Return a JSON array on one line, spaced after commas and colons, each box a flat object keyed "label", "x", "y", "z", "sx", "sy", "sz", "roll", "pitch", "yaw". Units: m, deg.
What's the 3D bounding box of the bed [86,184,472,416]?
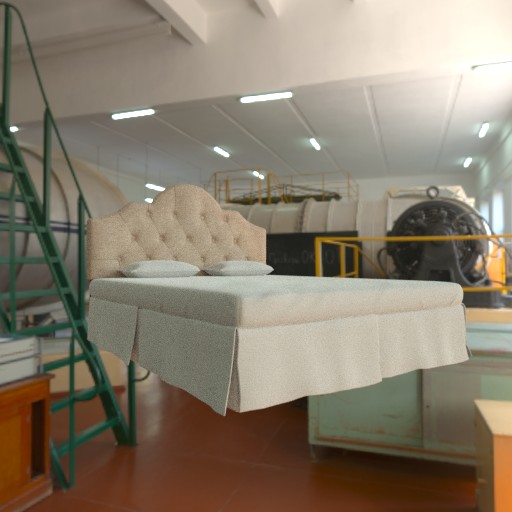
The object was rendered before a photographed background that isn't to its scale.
[{"label": "bed", "x": 0.000, "y": 0.000, "z": 2.832, "sx": 1.667, "sy": 1.194, "sz": 1.970, "roll": 1, "pitch": -1, "yaw": -36}]
